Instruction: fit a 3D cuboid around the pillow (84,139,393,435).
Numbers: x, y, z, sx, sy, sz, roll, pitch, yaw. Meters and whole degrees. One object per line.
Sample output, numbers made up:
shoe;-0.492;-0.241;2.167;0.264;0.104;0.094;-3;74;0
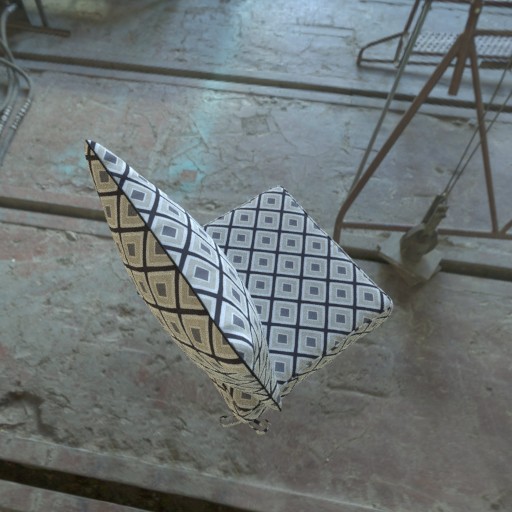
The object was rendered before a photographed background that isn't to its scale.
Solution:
pillow;0.000;0.000;1.391;0.733;0.722;0.798;-31;64;-18
